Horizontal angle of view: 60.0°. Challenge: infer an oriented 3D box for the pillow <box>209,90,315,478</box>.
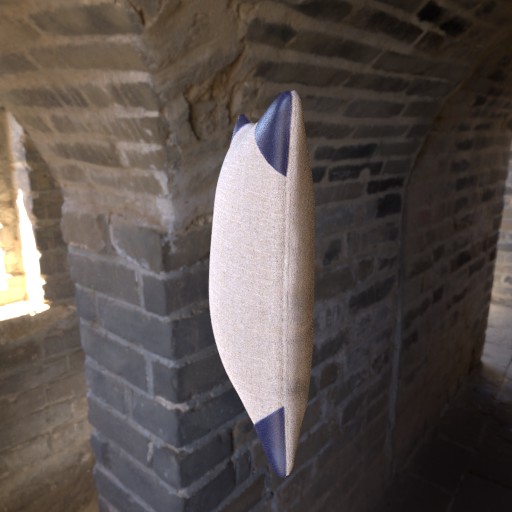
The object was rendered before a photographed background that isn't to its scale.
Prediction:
[{"bbox_3d":[0.000,0.000,0.683,0.147,0.441,0.440,-2,15,-9],"label":"pillow"}]
